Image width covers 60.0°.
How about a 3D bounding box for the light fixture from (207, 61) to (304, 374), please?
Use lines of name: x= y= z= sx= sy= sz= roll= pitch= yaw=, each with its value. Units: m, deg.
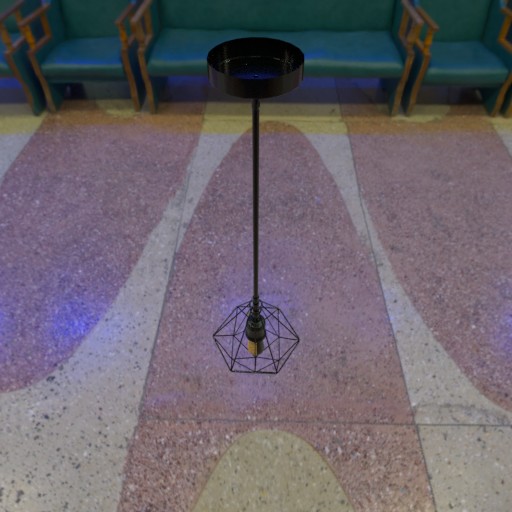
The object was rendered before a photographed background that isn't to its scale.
light fixture: x=0.000 y=0.000 z=1.979 sx=0.487 sy=1.764 sz=0.431 roll=2 pitch=47 yaw=2
